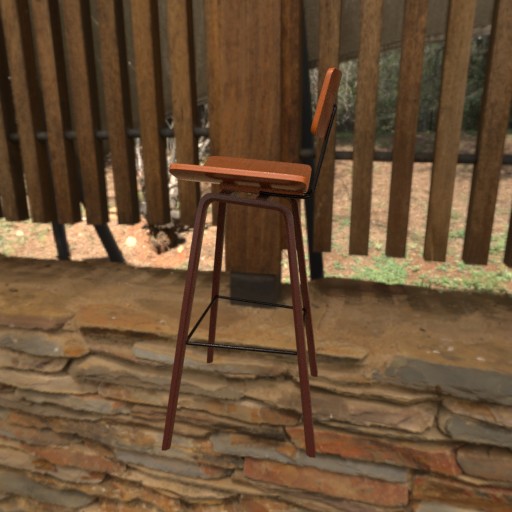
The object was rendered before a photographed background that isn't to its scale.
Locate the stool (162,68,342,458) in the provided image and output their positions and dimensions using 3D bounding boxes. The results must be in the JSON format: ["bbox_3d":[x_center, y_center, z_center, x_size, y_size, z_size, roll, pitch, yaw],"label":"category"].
[{"bbox_3d":[0.000,0.000,1.281,0.440,0.969,0.509,2,15,8],"label":"stool"}]
